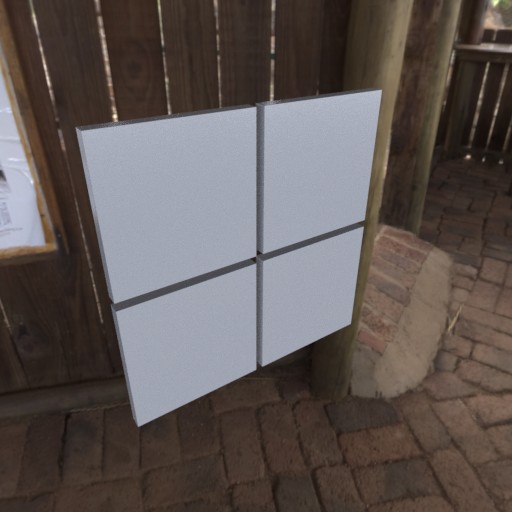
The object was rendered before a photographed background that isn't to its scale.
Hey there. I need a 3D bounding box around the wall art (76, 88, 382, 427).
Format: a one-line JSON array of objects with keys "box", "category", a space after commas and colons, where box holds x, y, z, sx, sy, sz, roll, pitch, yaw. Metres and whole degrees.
[{"box": [0.000, 0.000, 0.931, 0.611, 0.611, 0.029, -18, 34, -29], "category": "wall art"}]
